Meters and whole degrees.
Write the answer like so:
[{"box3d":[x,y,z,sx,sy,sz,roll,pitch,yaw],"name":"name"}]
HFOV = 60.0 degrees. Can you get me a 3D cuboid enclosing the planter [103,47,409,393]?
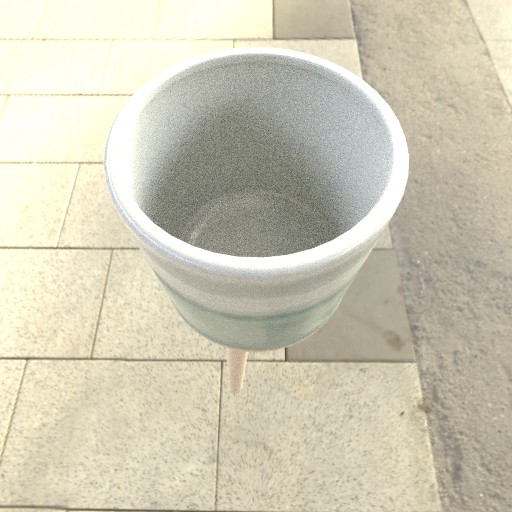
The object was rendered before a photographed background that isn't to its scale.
[{"box3d":[0.000,0.000,0.560,0.265,0.404,0.265,-1,60,-1],"name":"planter"}]
